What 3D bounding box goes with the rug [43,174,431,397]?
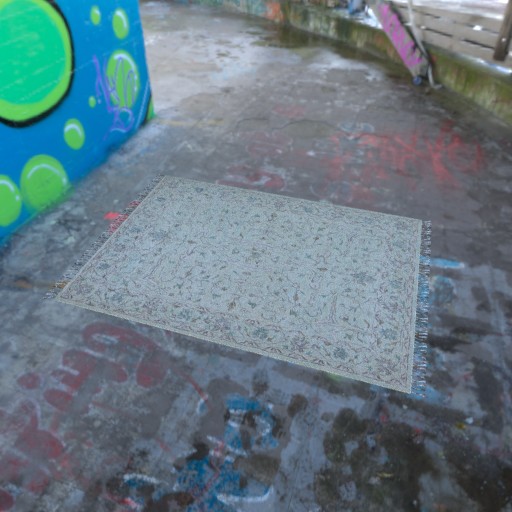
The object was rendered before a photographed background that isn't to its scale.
[{"bbox_3d":[0.000,0.000,2.406,1.802,0.008,1.247,12,43,13],"label":"rug"}]
